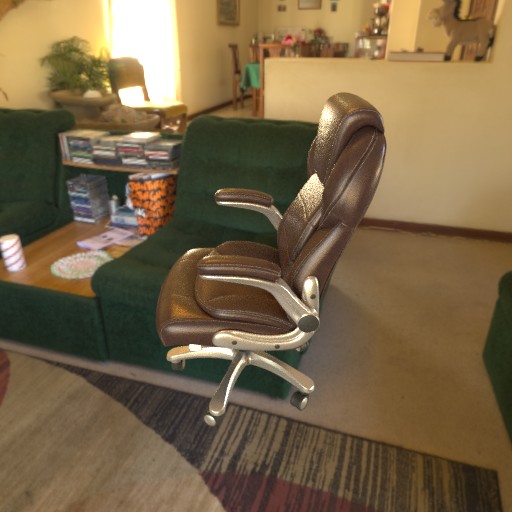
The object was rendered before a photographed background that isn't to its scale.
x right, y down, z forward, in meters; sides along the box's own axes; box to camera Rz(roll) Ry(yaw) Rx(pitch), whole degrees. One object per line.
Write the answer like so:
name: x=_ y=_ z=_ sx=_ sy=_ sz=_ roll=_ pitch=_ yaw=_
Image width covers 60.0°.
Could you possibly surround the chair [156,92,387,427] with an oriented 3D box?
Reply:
chair: x=0.000 y=0.000 z=1.698 sx=0.774 sy=1.160 sz=0.733 roll=0 pitch=26 yaw=0
